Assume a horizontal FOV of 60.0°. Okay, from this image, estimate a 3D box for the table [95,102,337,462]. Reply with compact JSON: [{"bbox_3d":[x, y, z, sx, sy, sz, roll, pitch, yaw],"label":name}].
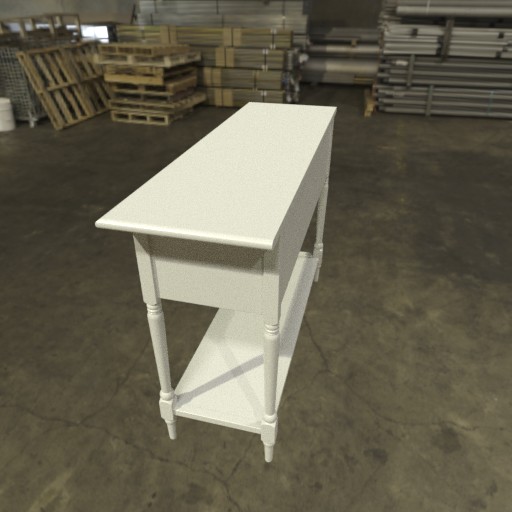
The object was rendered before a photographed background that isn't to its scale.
[{"bbox_3d":[0.000,0.000,1.587,0.384,0.808,1.197,8,32,13],"label":"table"}]
